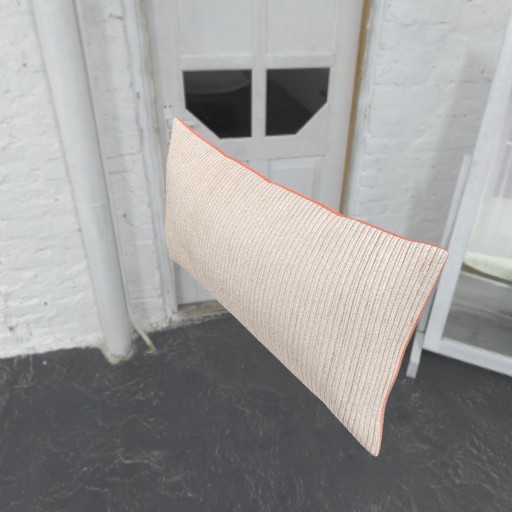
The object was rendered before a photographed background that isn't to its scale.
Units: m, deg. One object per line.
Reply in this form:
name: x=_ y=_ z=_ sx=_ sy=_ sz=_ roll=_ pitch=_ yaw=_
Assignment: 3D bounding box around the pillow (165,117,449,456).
pillow: x=0.000 y=0.000 z=0.726 sx=0.155 sy=0.307 sz=0.608 roll=-22 pitch=39 yaw=-30
